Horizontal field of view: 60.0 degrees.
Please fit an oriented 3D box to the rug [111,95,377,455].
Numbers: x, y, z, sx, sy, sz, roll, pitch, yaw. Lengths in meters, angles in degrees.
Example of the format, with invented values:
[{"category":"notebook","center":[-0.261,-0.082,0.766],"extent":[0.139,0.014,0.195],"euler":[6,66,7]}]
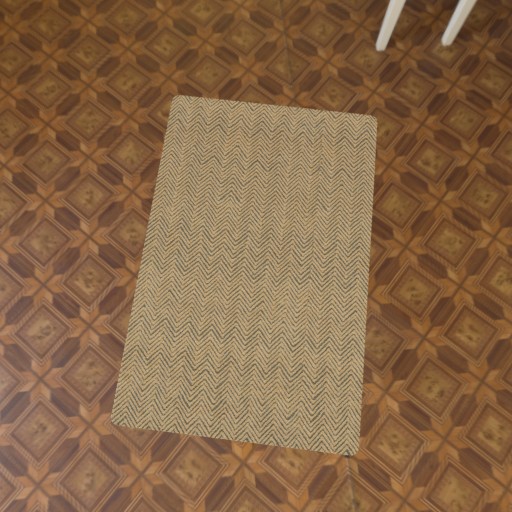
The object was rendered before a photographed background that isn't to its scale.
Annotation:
[{"category":"rug","center":[0.000,0.000,2.247],"extent":[1.144,0.008,1.752],"euler":[7,75,2]}]
